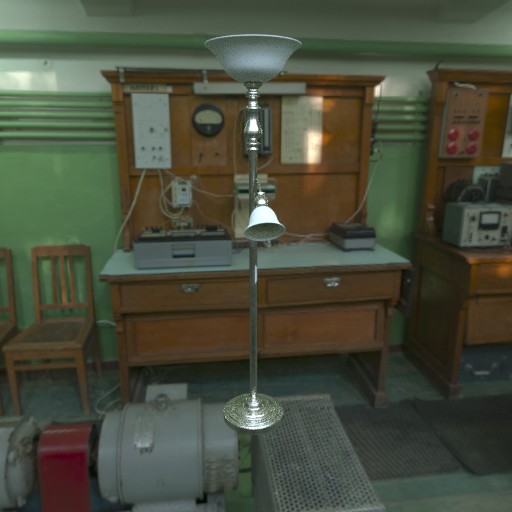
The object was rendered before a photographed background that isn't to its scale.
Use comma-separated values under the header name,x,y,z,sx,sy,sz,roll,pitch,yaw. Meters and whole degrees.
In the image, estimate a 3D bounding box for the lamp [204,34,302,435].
name,x,y,z,sx,sy,sz,roll,pitch,yaw
lamp,0.000,0.000,2.011,0.405,1.785,0.575,-2,16,-8
